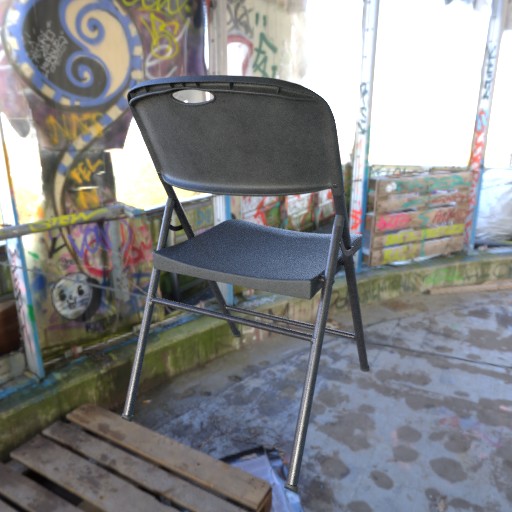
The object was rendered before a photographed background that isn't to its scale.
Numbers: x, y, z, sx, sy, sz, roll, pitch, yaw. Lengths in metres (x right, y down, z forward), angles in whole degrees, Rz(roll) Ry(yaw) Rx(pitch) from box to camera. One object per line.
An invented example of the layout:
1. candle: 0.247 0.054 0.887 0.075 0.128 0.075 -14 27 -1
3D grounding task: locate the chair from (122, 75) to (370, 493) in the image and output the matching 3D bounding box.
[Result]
1. chair: 0.000 0.000 1.131 0.494 0.810 0.567 9 19 28
